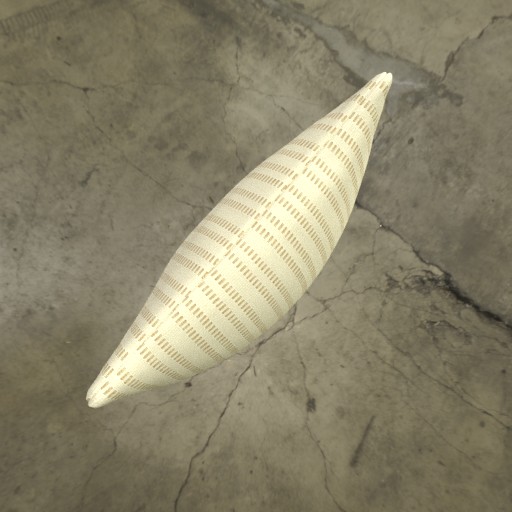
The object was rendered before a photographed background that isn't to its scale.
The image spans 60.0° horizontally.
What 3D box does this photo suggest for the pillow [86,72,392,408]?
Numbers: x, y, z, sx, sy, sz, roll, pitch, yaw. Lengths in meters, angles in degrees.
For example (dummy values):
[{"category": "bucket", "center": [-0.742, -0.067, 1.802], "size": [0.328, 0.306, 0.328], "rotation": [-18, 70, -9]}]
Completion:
[{"category": "pillow", "center": [0.000, 0.000, 0.776], "size": [0.210, 0.353, 0.640], "rotation": [40, 80, 8]}]
